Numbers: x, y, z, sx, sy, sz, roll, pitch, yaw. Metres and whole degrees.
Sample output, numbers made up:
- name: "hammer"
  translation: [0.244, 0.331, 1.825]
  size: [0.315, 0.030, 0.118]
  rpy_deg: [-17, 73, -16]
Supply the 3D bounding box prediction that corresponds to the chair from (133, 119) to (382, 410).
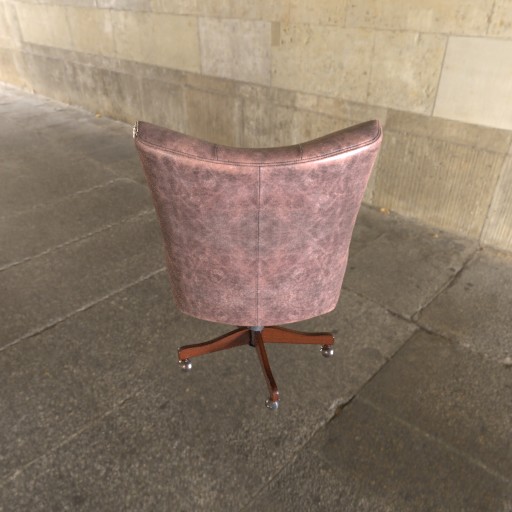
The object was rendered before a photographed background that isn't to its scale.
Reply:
- name: "chair"
  translation: [0.000, 0.000, 1.493]
  size: [0.641, 1.035, 0.762]
  rpy_deg: [-1, 32, -1]
